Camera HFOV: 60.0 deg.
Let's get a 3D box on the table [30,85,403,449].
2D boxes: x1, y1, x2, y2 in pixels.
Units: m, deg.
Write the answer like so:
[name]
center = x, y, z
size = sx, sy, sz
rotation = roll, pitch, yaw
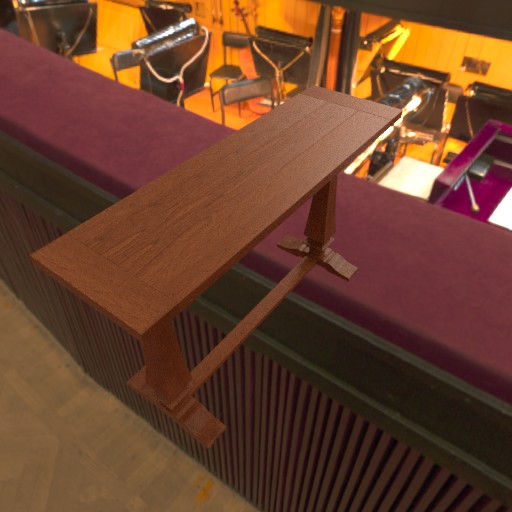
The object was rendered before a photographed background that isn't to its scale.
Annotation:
[table]
center = 0.000, 0.000, 1.838
size = 0.461, 0.852, 1.478
rotation = 27, 49, 26
